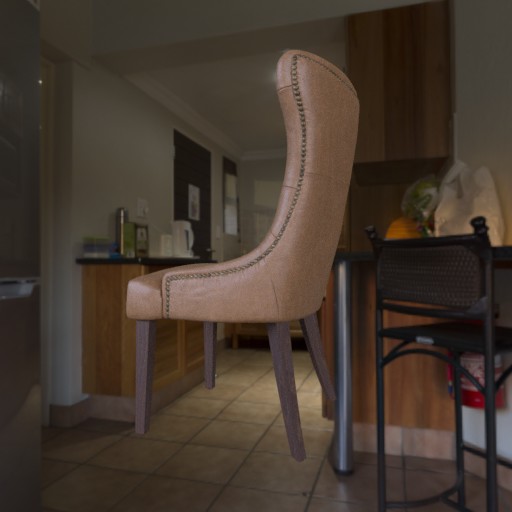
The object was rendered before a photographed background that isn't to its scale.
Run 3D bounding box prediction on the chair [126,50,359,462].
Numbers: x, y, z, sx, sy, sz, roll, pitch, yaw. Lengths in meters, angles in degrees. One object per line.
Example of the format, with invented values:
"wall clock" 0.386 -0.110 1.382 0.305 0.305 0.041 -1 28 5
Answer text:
"chair" 0.000 0.000 1.465 0.669 1.065 0.611 0 0 19
